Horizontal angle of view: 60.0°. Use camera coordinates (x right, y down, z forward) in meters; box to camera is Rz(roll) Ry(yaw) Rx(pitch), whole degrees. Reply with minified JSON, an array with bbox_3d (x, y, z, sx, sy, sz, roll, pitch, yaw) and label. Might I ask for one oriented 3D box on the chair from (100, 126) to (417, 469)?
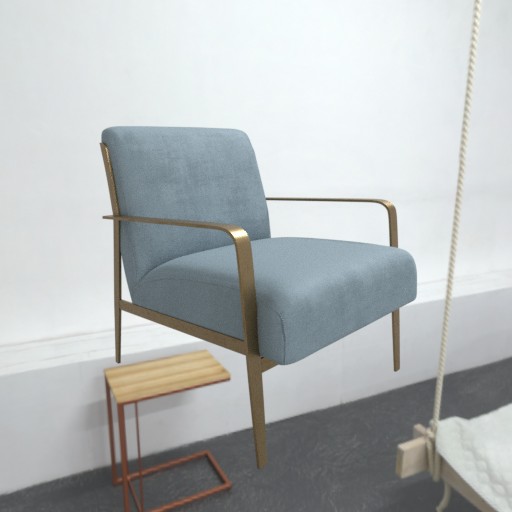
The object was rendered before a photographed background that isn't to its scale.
[{"bbox_3d":[0.000,0.000,1.441,0.701,0.824,0.842,-14,20,-43],"label":"chair"}]
